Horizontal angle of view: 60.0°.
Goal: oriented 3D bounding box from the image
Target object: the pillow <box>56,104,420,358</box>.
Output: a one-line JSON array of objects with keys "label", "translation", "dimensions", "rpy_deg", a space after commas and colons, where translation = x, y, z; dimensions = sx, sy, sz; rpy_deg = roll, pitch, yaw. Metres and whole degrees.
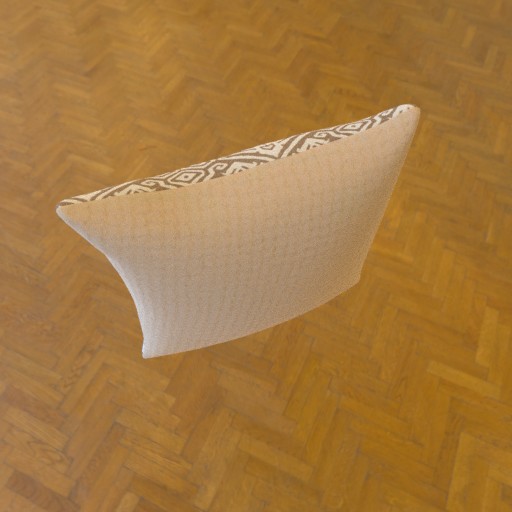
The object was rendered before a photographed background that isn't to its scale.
[{"label": "pillow", "translation": [0.000, 0.000, 0.636], "dimensions": [0.419, 0.407, 0.173], "rpy_deg": [-18, 59, -11]}]
